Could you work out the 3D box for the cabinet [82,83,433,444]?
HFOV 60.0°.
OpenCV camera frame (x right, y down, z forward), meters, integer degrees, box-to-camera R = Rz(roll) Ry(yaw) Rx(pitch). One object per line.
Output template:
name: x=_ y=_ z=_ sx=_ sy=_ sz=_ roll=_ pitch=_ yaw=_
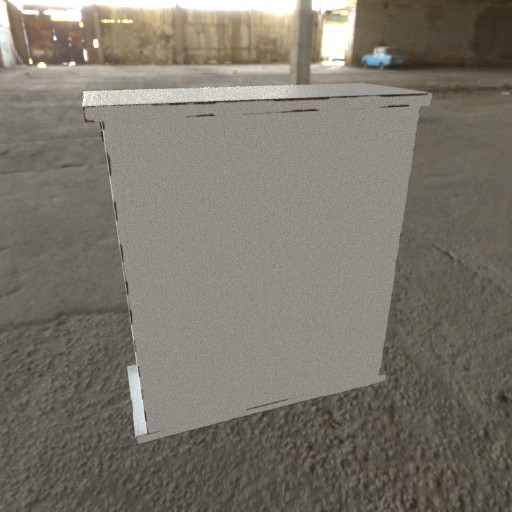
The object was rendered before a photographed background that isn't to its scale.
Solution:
cabinet: x=0.000 y=0.000 z=0.866 sx=0.541 sy=0.603 sz=0.210 roll=-8 pitch=27 yaw=-17
